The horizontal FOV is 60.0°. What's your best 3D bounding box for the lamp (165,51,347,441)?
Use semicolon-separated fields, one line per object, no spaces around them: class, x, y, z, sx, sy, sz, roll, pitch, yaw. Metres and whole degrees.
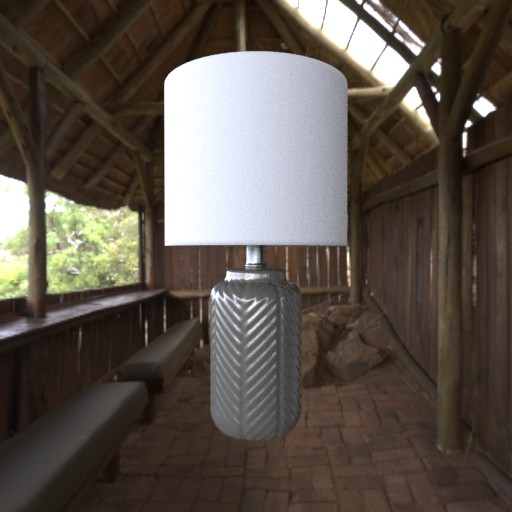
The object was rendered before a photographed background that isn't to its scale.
lamp;0.000;0.000;0.505;0.203;0.389;0.203;0;1;-18
